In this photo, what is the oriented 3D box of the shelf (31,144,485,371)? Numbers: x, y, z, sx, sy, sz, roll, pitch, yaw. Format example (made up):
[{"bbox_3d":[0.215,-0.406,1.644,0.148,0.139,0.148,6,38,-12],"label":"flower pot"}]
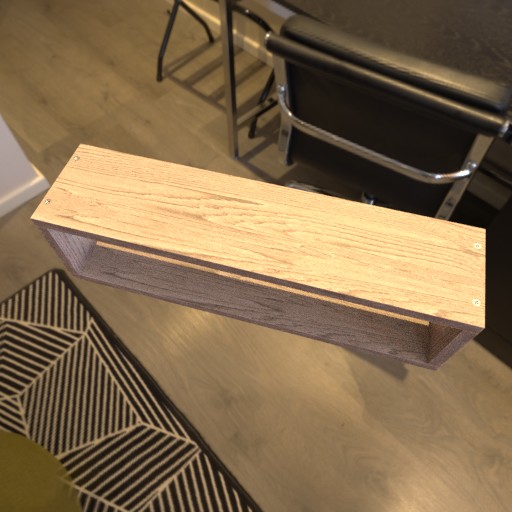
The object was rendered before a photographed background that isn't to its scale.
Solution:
[{"bbox_3d":[0.000,0.000,0.683,0.610,0.170,0.150,13,59,8],"label":"shelf"}]
